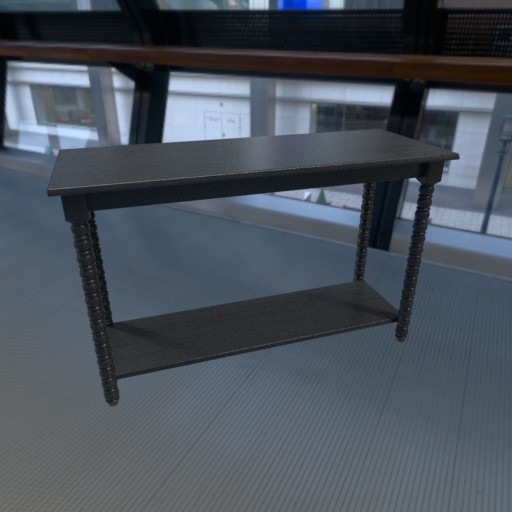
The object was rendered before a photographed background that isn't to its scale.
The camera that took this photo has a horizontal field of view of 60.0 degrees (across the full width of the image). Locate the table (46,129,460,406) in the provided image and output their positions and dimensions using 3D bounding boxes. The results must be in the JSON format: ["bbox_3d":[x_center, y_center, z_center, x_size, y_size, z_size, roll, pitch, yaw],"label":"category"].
[{"bbox_3d":[0.000,0.000,1.555,1.184,0.735,0.459,-8,27,-16],"label":"table"}]
